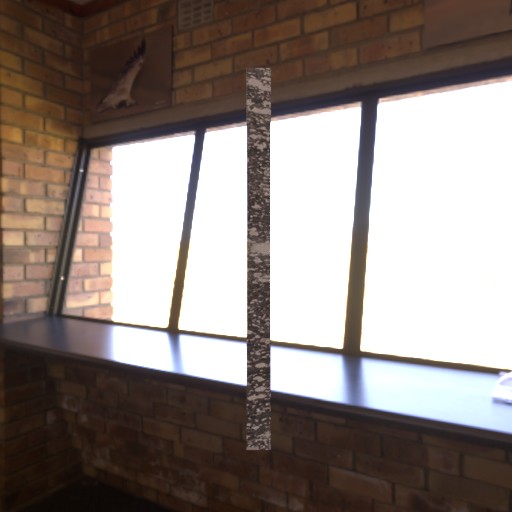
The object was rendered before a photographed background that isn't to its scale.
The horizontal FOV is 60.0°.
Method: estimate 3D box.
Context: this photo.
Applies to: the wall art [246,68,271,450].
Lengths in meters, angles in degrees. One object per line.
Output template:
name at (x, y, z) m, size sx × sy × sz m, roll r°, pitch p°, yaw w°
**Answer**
wall art at (0.000, 0.000, 1.153) m, size 0.038 × 0.598 × 0.919 m, roll 0°, pitch 1°, yaw -1°
